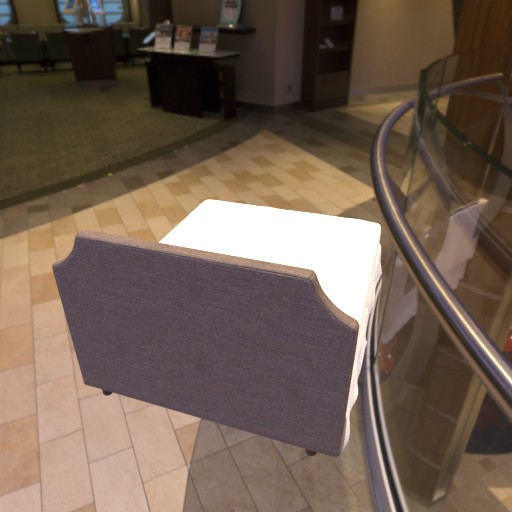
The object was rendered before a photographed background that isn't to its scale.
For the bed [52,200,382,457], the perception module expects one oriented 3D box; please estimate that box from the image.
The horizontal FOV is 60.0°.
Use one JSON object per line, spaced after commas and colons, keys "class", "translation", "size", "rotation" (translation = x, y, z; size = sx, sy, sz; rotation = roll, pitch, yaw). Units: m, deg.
{"class": "bed", "translation": [0.000, 0.000, 4.265], "size": [2.350, 1.590, 2.773], "rotation": [10, 32, 16]}
